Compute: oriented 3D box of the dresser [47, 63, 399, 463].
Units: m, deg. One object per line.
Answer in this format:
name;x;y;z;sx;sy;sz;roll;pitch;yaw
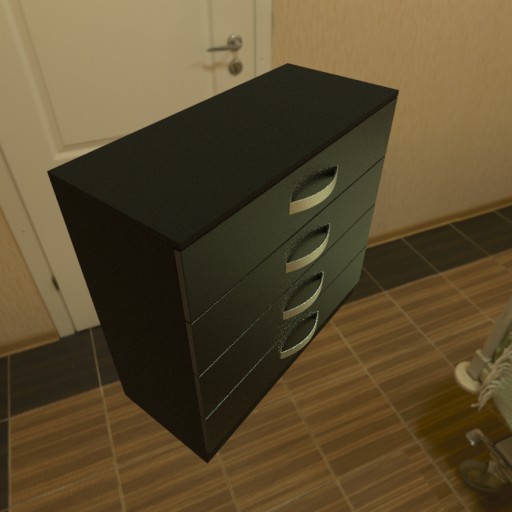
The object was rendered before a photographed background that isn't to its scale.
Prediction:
dresser;0.000;0.000;1.163;0.360;0.720;0.750;27;48;28
